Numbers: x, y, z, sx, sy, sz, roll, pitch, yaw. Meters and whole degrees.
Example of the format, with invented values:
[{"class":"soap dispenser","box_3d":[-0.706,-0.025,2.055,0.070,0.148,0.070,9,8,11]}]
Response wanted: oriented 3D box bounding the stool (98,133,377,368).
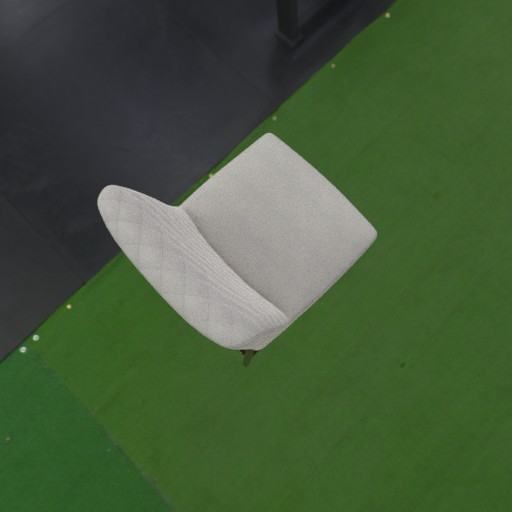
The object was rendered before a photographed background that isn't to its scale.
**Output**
[{"class":"stool","box_3d":[0.000,0.000,1.386,0.546,1.084,0.462,-42,79,-10]}]
